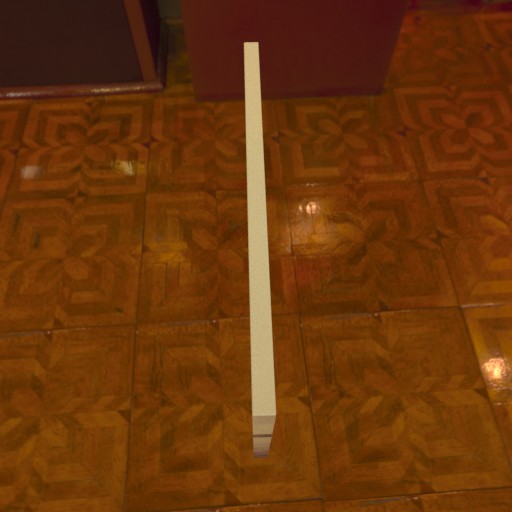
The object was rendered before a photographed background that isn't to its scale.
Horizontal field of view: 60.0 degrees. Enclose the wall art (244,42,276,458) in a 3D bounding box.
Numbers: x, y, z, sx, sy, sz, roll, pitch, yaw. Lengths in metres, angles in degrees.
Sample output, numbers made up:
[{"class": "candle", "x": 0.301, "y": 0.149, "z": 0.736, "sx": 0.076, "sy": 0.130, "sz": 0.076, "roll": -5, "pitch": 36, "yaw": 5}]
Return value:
[{"class": "wall art", "x": 0.000, "y": 0.000, "z": 1.170, "sx": 0.037, "sy": 0.609, "sz": 0.916, "roll": -1, "pitch": 60, "yaw": -1}]
